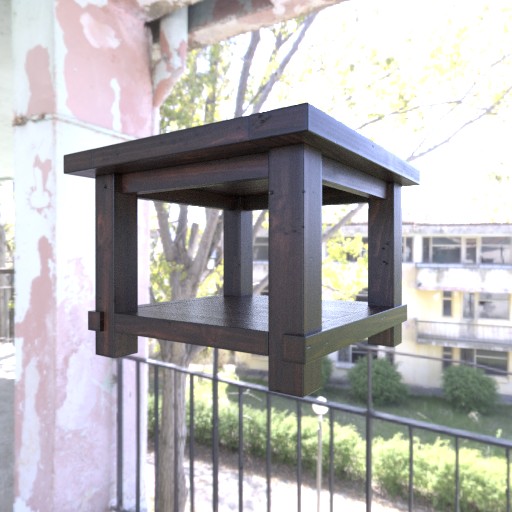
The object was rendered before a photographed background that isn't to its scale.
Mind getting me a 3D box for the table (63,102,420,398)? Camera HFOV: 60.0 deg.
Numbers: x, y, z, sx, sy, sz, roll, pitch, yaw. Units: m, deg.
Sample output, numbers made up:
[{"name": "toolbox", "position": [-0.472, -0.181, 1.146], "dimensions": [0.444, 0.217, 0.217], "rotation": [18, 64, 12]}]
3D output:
[{"name": "table", "position": [0.000, 0.000, 1.039], "dimensions": [0.593, 0.437, 0.606], "rotation": [0, 0, 35]}]
